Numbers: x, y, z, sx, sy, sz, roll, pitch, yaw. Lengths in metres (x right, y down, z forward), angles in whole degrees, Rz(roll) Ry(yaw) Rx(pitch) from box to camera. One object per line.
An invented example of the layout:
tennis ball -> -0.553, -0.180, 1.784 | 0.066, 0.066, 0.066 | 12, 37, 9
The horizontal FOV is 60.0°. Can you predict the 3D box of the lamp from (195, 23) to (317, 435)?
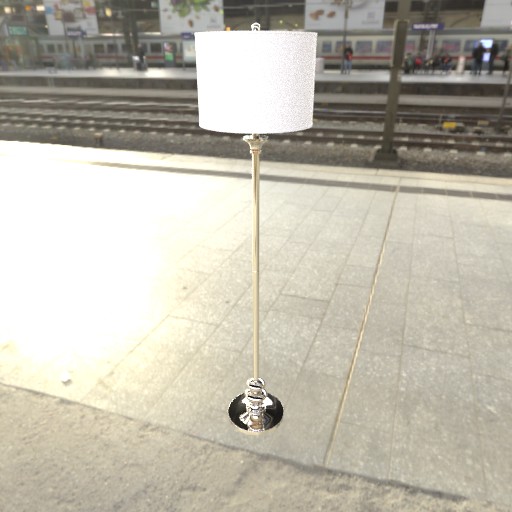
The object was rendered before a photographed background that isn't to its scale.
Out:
lamp -> 0.000, 0.000, 1.597 | 0.356, 1.487, 0.356 | 7, 26, 16
